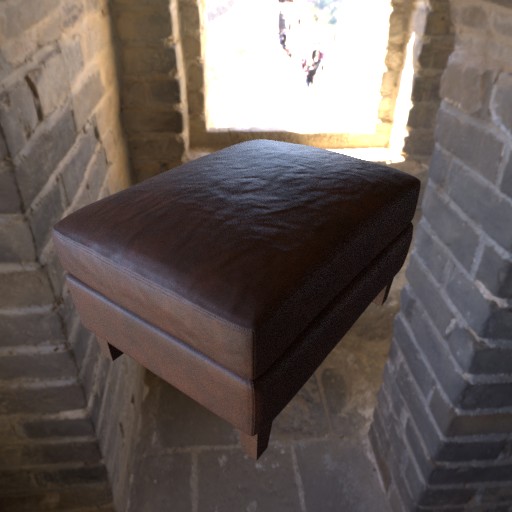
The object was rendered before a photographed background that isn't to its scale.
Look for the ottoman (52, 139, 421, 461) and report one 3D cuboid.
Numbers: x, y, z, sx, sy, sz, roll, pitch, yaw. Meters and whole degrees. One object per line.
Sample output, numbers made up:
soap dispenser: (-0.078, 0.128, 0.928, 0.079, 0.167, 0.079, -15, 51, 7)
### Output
ottoman: (0.000, 0.000, 1.297, 0.659, 0.527, 0.887, 22, 38, 30)
